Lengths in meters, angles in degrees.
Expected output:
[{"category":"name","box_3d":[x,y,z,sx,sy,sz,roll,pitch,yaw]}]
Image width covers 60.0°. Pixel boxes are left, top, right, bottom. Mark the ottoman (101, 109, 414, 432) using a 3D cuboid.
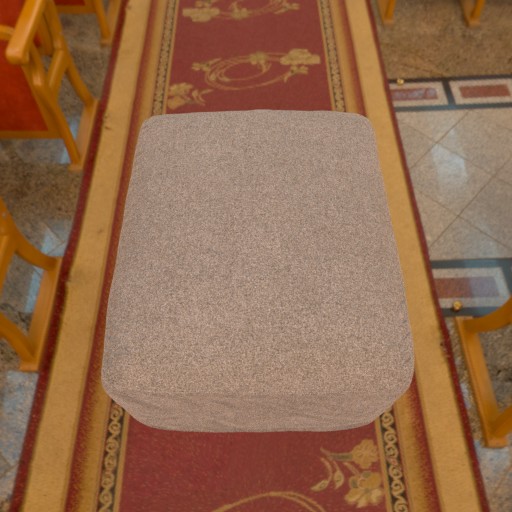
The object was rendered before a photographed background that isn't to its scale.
[{"category":"ottoman","box_3d":[0.000,0.000,1.217,0.683,0.481,0.837,0,59,0]}]
